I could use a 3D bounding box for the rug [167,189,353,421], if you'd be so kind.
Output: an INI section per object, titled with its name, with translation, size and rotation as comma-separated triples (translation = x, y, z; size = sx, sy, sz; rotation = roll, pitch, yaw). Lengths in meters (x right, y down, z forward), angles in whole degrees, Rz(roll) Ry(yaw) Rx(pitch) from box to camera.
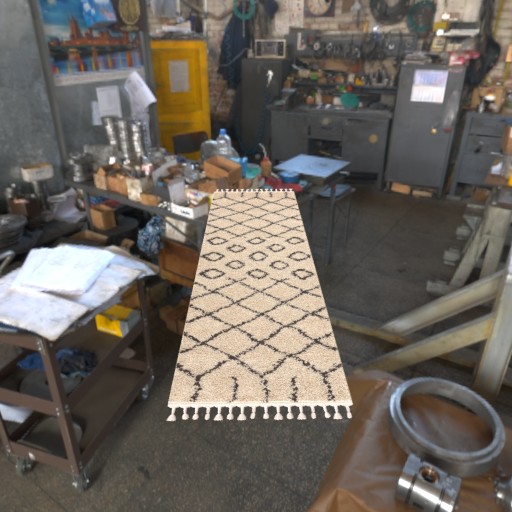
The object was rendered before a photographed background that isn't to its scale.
[rug]
translation = 0.000, 0.000, 2.616
size = 0.660, 0.005, 2.464
rotation = 0, 27, -1
